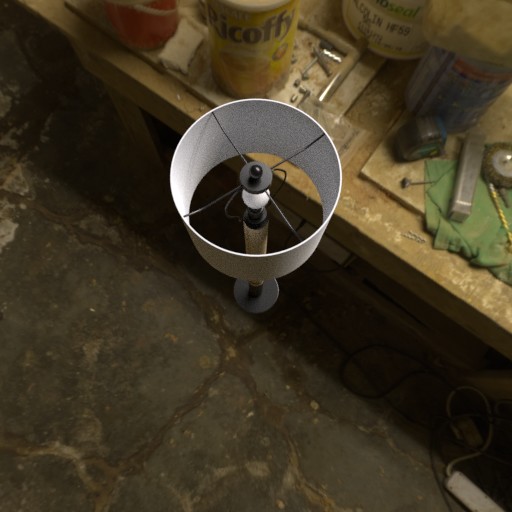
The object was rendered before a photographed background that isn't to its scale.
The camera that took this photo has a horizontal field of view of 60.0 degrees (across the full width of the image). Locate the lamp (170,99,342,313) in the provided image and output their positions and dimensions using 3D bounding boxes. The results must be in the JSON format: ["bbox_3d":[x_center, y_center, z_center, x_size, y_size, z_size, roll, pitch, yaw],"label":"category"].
[{"bbox_3d":[0.000,0.000,1.675,0.381,1.478,0.381,37,78,9],"label":"lamp"}]
